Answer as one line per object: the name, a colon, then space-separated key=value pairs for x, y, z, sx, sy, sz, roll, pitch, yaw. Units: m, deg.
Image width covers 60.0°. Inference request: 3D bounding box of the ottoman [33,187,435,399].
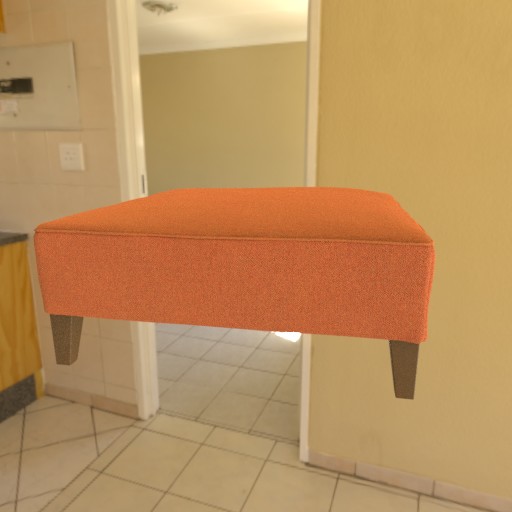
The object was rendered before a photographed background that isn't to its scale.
ottoman: x=0.000 y=0.000 z=1.539 sx=0.997 sy=0.438 sz=0.999 roll=3 pitch=14 yaw=10
